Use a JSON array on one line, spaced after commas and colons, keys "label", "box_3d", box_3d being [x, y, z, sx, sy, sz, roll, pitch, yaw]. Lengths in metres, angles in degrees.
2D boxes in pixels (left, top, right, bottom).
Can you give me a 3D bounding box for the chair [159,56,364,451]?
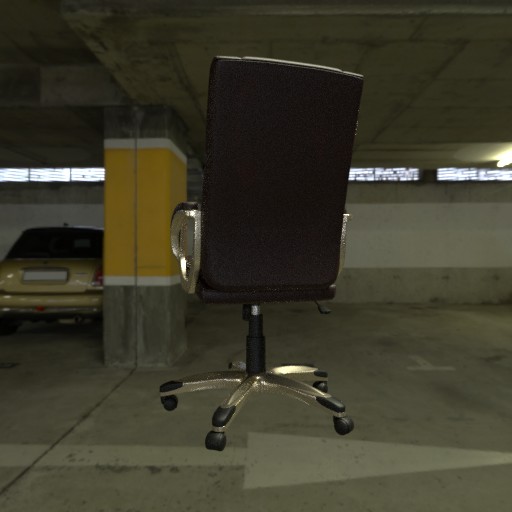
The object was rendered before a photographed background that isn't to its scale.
[{"label": "chair", "box_3d": [0.000, 0.000, 1.586, 0.662, 1.107, 0.739, 0, 0, -17]}]
